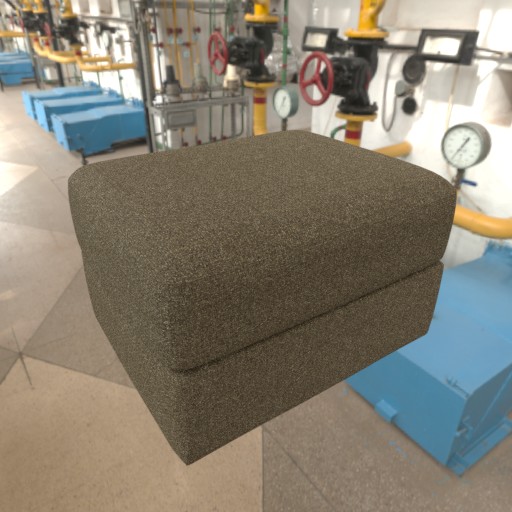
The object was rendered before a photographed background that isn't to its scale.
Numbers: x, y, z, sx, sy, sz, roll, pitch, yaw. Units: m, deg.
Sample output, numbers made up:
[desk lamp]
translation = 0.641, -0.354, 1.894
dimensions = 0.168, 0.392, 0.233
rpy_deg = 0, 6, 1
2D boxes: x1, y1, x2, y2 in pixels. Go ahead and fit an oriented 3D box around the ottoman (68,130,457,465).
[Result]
[ottoman]
translation = 0.000, 0.000, 1.098
dimensions = 0.742, 0.476, 0.598
rpy_deg = -18, 34, -29
